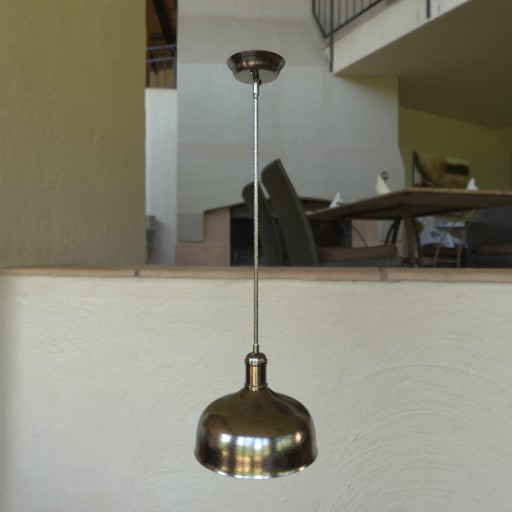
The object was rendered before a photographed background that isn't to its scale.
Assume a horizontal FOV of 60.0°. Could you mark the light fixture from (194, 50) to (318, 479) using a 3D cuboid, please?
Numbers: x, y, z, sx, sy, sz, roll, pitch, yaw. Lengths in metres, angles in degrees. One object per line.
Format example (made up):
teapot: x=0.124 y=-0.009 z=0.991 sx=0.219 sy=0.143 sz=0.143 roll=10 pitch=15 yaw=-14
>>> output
light fixture: x=0.000 y=0.000 z=1.077 sx=0.299 sy=0.935 sz=0.299 roll=0 pitch=0 yaw=18
